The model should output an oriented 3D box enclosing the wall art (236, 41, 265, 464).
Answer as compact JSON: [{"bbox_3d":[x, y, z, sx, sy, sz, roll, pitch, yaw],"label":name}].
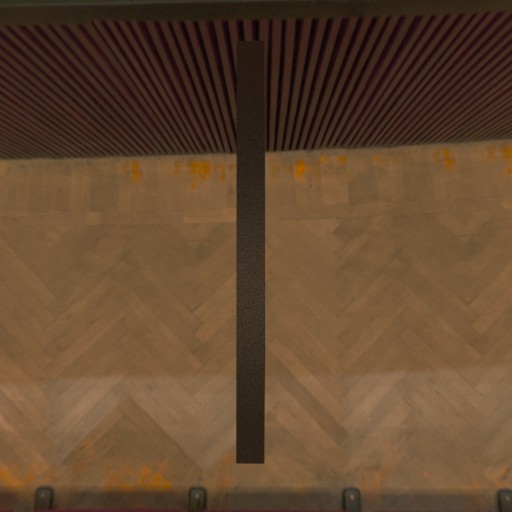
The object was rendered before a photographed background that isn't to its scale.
[{"bbox_3d":[0.000,0.000,0.762,0.031,0.558,0.461,0,89,1],"label":"wall art"}]
